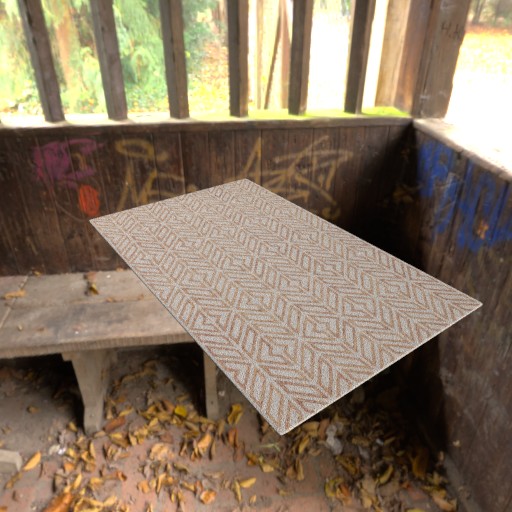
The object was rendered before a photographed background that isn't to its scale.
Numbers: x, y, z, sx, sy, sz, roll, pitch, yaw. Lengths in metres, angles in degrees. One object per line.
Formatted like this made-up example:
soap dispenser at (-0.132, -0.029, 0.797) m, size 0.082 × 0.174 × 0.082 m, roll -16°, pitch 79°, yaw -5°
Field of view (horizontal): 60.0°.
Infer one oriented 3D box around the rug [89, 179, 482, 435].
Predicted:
rug at (0.000, 0.000, 3.054) m, size 1.523 × 0.008 × 2.438 m, roll -21°, pitch 37°, yaw -30°
